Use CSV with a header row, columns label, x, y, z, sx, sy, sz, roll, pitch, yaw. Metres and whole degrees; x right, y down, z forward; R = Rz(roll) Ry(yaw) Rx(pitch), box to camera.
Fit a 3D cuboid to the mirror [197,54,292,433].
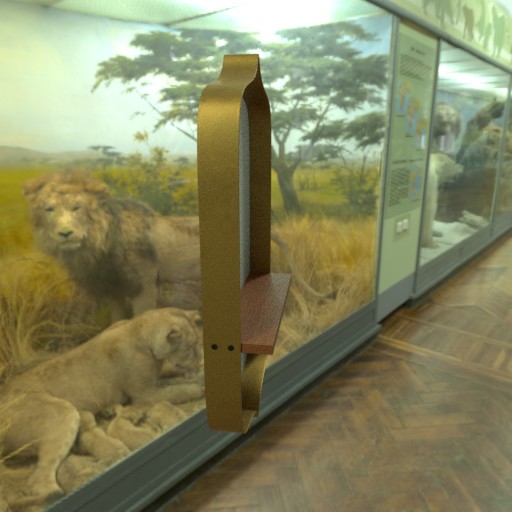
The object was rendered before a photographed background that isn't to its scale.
label,x,y,z,sx,sy,sz,roll,pitch,yaw
mirror,0.000,0.000,0.730,0.096,0.613,0.323,2,16,9
